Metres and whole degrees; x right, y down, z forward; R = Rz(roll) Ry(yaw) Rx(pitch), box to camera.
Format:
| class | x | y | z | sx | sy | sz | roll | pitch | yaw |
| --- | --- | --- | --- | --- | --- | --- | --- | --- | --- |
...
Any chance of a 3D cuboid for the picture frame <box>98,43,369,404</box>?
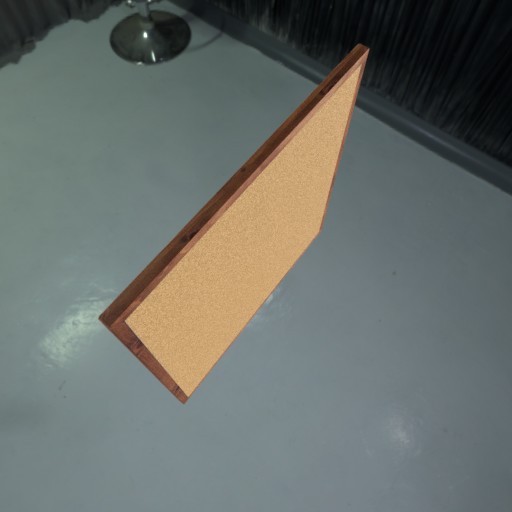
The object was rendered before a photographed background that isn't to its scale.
| class | x | y | z | sx | sy | sz | roll | pitch | yaw |
| --- | --- | --- | --- | --- | --- | --- | --- | --- | --- |
| picture frame | 0.000 | 0.000 | 1.214 | 0.029 | 0.817 | 0.810 | 34 | 68 | 16 |
